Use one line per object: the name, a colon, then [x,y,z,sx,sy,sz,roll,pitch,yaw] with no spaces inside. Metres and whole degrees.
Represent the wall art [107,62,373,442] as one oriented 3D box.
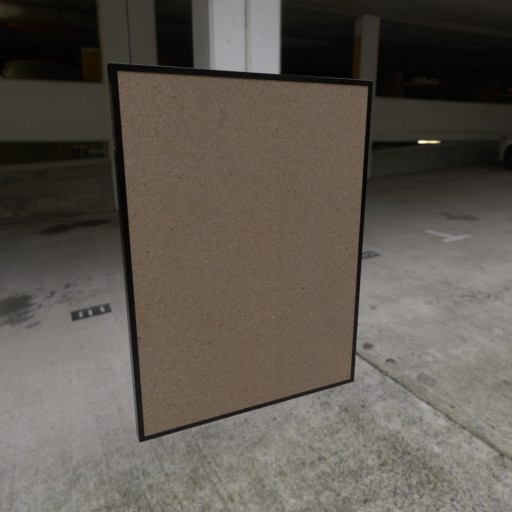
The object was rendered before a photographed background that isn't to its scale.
wall art: [0.000,0.000,1.364,0.788,1.046,0.043,-7,16,-25]
